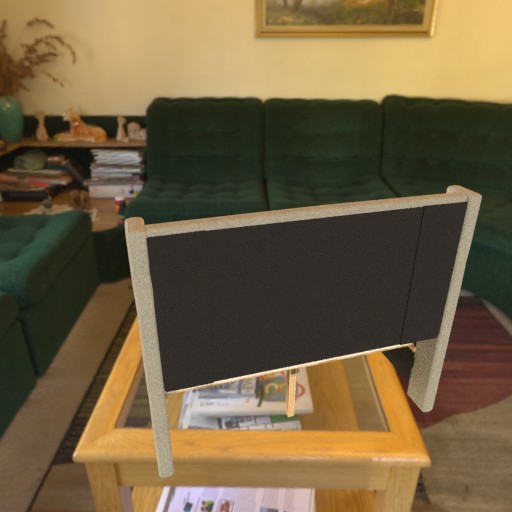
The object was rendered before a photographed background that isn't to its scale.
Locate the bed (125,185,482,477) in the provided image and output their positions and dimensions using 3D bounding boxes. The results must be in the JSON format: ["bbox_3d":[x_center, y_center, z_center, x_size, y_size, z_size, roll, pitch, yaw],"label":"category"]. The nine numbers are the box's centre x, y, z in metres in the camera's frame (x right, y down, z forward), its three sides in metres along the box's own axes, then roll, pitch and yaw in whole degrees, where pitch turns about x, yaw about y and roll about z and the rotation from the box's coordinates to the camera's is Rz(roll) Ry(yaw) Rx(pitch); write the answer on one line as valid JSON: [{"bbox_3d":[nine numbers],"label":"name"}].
[{"bbox_3d":[0.000,0.000,3.319,1.774,1.491,2.222,-7,27,-15],"label":"bed"}]
